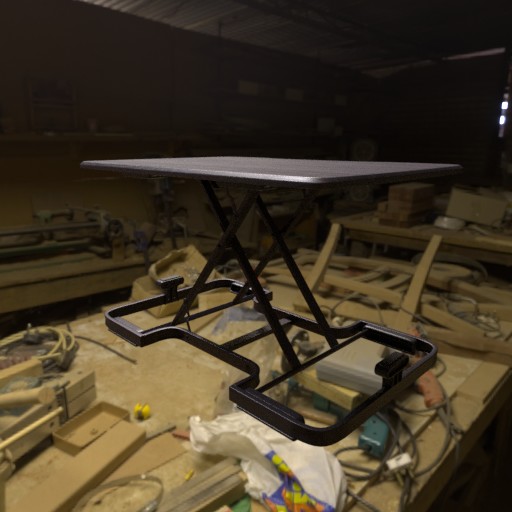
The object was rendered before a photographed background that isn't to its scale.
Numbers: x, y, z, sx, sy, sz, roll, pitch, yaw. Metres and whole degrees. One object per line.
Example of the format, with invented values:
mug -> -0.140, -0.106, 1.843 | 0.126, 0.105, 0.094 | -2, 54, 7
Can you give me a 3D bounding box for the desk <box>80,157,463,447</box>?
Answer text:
desk -> 0.000, 0.000, 1.140 | 0.820, 0.470, 0.546 | 14, 20, 43
